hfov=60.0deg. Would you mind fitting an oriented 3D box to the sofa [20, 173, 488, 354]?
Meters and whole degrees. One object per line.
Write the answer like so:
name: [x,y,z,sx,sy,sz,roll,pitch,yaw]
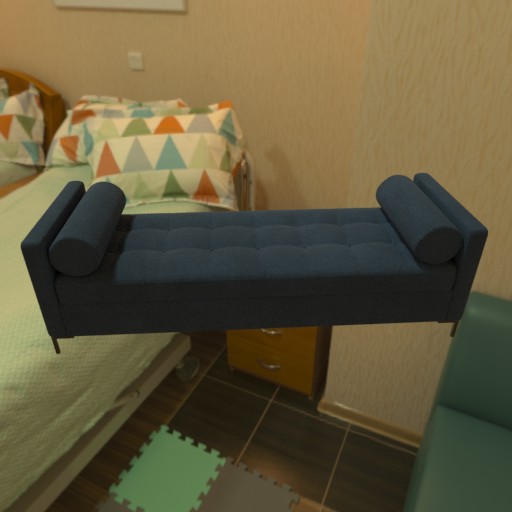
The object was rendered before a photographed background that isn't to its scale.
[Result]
sofa: [0.000,0.000,2.299,1.981,0.635,0.686,-2,32,-3]
